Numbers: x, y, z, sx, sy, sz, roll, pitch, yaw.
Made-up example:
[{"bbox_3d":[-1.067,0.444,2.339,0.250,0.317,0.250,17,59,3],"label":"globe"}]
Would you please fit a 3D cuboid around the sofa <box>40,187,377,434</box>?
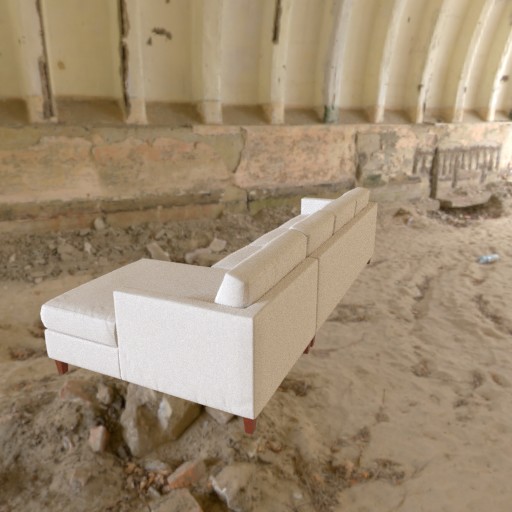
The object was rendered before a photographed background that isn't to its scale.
[{"bbox_3d":[0.000,0.000,4.126,1.606,0.954,3.471,8,19,24],"label":"sofa"}]
